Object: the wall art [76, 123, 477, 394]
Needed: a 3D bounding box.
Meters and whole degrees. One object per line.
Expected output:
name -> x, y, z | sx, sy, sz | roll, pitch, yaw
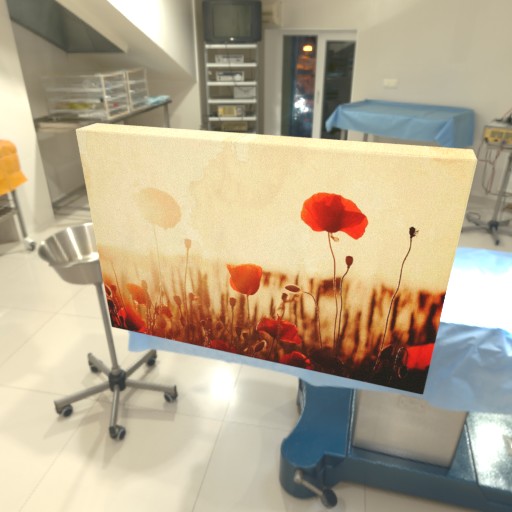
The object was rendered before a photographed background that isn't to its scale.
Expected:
wall art -> 0.000, 0.000, 0.478 | 0.383, 0.251, 0.037 | 9, 28, 16
